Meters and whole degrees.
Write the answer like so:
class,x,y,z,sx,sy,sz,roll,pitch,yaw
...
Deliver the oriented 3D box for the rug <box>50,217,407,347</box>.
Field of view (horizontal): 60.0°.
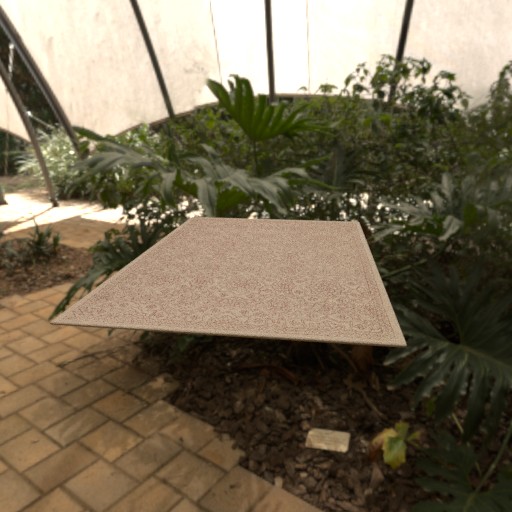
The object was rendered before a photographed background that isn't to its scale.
class,x,y,z,sx,sy,sz,roll,pitch,yaw
rug,0.000,0.000,2.347,1.219,0.010,1.829,2,17,8
